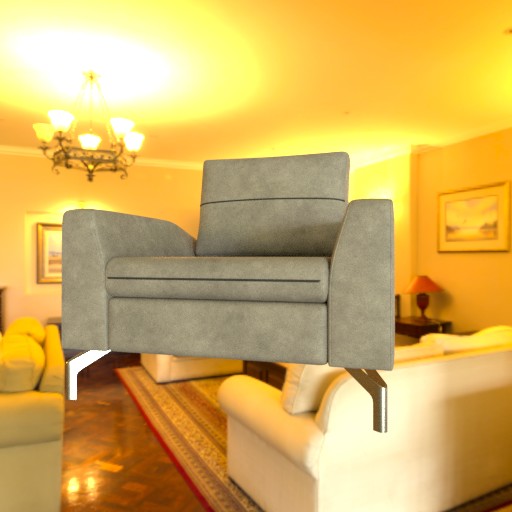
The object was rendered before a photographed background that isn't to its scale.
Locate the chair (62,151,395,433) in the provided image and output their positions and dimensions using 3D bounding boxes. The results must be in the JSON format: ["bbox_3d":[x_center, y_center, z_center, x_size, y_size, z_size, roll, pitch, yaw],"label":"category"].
[{"bbox_3d":[0.000,0.000,1.531,0.900,0.800,0.900,0,0,16],"label":"chair"}]
